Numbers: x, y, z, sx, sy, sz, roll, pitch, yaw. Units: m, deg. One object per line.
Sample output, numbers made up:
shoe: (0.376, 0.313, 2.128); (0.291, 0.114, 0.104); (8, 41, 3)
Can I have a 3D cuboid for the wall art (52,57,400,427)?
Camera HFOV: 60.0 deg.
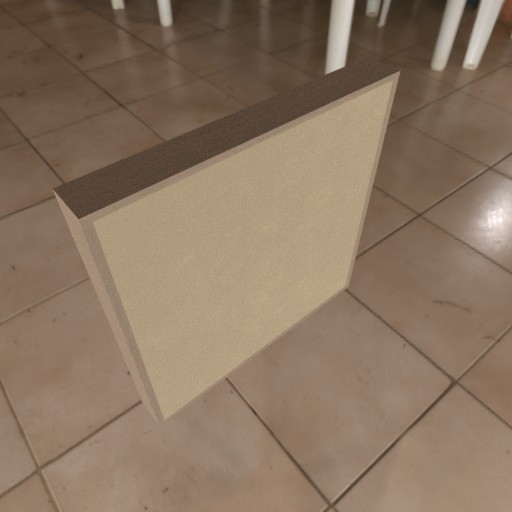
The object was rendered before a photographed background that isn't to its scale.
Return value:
wall art: (0.000, 0.000, 0.448); (0.304, 0.303, 0.038); (-32, 54, -26)
